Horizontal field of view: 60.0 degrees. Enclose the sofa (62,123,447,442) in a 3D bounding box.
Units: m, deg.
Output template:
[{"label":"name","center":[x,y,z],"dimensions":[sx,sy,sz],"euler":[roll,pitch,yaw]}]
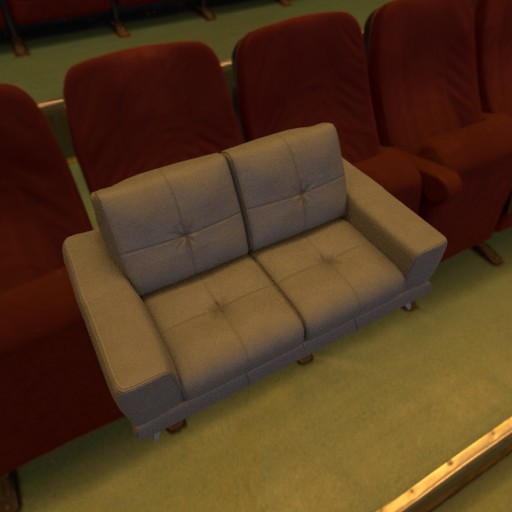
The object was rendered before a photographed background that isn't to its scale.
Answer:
[{"label":"sofa","center":[0.000,0.000,2.352],"dimensions":[1.806,0.907,1.018],"euler":[-22,49,-20]}]
